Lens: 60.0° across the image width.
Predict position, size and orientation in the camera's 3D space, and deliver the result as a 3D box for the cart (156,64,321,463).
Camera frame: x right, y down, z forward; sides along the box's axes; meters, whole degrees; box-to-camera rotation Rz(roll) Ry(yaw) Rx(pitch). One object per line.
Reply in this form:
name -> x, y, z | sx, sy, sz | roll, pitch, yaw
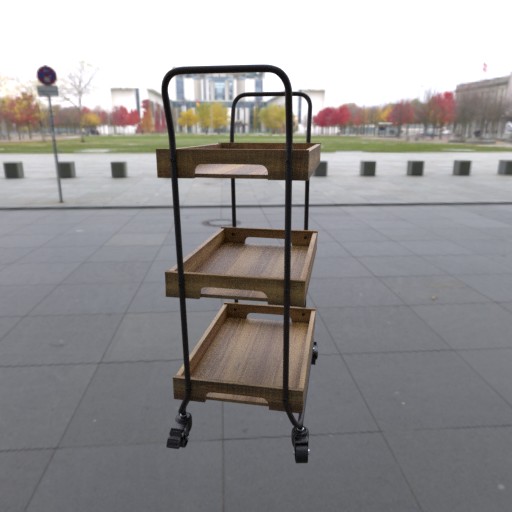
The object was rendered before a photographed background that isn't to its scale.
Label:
cart -> 0.000, 0.000, 1.167 | 0.339, 0.857, 0.583 | 3, 16, 10
